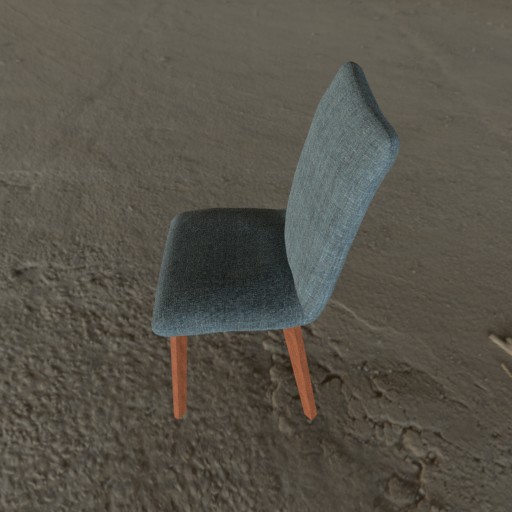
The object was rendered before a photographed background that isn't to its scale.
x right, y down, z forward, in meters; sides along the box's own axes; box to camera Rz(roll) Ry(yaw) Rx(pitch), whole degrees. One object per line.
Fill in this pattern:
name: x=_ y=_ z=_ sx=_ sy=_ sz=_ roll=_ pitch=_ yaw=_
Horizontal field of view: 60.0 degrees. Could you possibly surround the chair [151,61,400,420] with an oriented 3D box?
chair: x=0.000 y=0.000 z=1.307 sx=0.563 sy=0.974 sz=0.522 roll=-1 pitch=41 yaw=-1
